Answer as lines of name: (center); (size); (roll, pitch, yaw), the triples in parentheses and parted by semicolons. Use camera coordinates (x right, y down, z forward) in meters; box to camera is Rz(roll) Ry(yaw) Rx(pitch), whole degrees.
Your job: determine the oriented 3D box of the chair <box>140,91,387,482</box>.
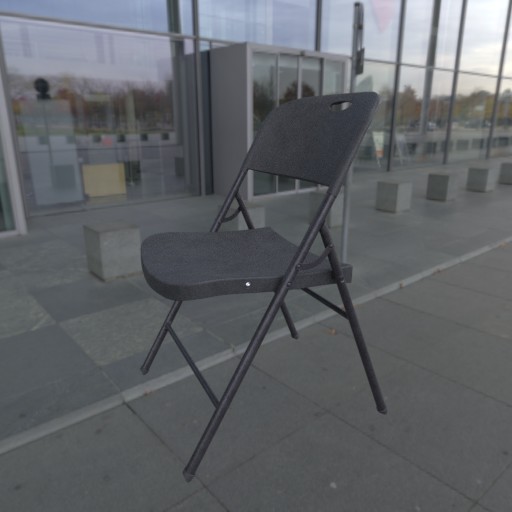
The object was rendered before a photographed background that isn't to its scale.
chair: (0.000, 0.000, 1.155); (0.567, 0.810, 0.494); (-8, 19, -24)
